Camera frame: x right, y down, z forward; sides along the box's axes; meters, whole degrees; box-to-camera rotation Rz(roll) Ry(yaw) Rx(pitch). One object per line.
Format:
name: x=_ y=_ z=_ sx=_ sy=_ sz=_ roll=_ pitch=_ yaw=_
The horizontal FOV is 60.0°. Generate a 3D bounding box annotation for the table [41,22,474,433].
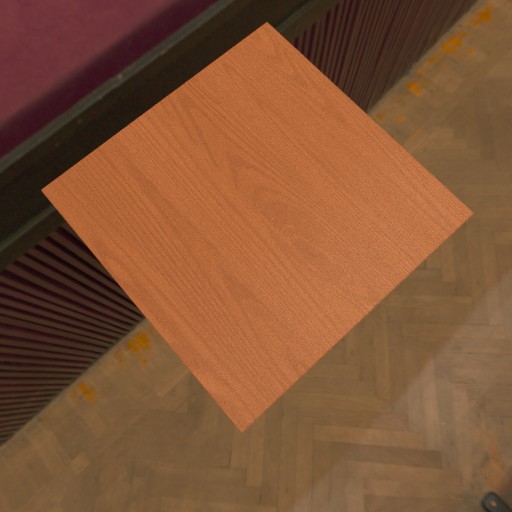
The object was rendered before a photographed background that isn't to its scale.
table: x=0.000 y=0.000 z=0.843 sx=0.400 sy=0.550 sz=0.400 roll=-41 pitch=79 yaw=-10
